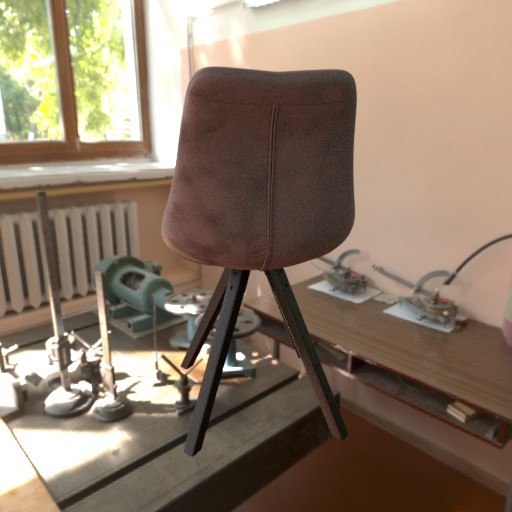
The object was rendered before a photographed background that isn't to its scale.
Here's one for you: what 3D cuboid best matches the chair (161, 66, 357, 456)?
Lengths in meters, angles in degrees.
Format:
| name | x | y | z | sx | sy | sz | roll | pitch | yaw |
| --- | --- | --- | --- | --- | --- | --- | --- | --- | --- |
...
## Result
| name | x | y | z | sx | sy | sz | roll | pitch | yaw |
| --- | --- | --- | --- | --- | --- | --- | --- | --- | --- |
| chair | 0.000 | 0.000 | 1.178 | 0.483 | 0.865 | 0.547 | -2 | 16 | -8 |
